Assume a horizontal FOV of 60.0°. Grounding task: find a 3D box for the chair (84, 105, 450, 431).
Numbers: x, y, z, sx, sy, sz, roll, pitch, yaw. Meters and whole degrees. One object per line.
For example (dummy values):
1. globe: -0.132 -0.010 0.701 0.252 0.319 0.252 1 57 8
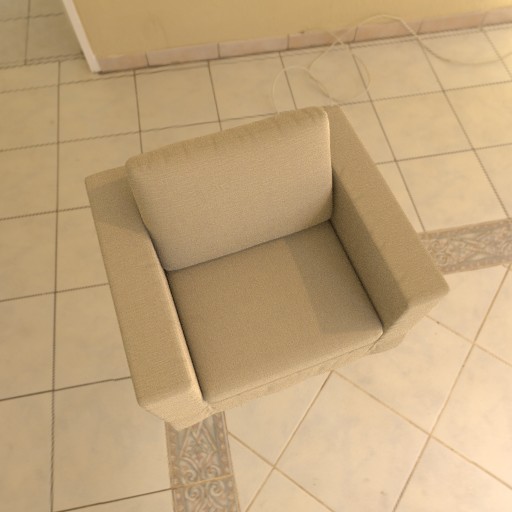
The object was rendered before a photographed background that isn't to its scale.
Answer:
1. chair: 0.000 0.000 1.821 1.150 0.878 0.957 -18 65 -9
